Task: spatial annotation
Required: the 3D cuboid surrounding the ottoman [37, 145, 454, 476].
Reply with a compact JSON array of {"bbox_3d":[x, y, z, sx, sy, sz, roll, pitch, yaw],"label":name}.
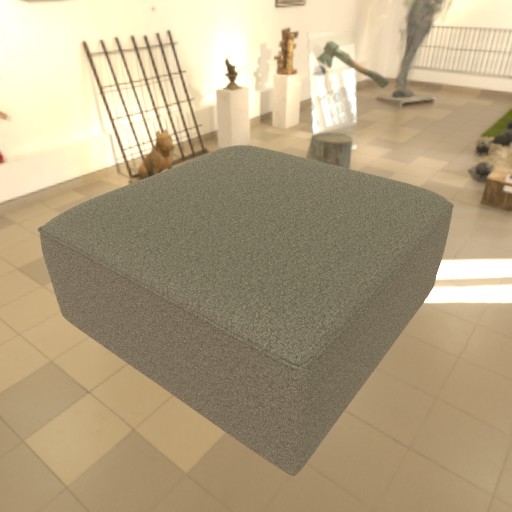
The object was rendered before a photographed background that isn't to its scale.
[{"bbox_3d":[0.000,0.000,1.558,1.015,0.464,1.005,22,38,31],"label":"ottoman"}]
